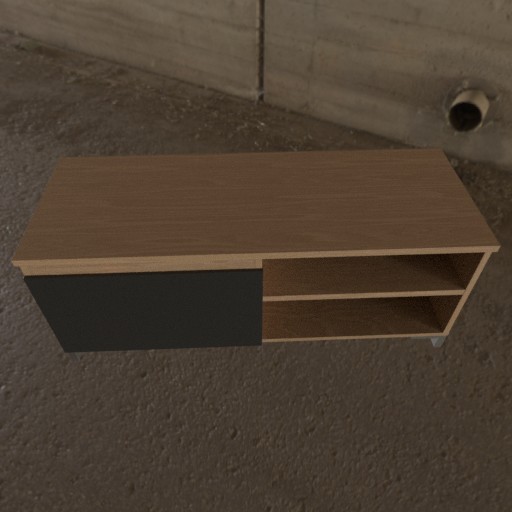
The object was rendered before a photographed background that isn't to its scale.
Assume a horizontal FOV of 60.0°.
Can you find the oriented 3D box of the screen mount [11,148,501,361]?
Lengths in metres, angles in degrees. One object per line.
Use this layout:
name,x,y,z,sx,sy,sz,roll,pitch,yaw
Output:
screen mount,0.000,0.000,1.275,1.084,0.432,0.406,-2,46,-2
